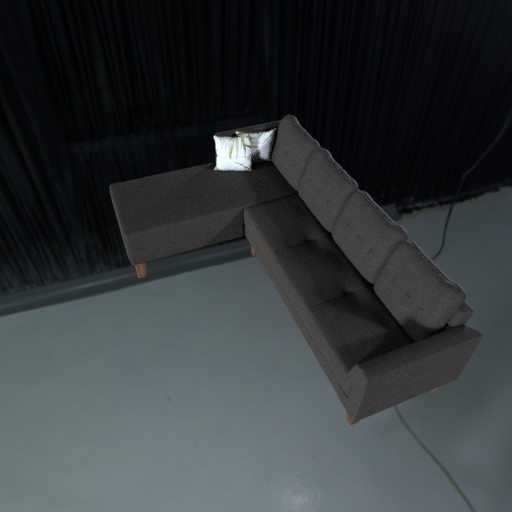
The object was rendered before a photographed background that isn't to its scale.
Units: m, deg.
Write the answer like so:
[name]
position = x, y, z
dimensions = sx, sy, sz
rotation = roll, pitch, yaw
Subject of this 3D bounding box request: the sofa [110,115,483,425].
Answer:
[sofa]
position = 0.000, 0.000, 3.405
dimensions = 1.829, 0.932, 2.679
rotation = -16, 47, -16
